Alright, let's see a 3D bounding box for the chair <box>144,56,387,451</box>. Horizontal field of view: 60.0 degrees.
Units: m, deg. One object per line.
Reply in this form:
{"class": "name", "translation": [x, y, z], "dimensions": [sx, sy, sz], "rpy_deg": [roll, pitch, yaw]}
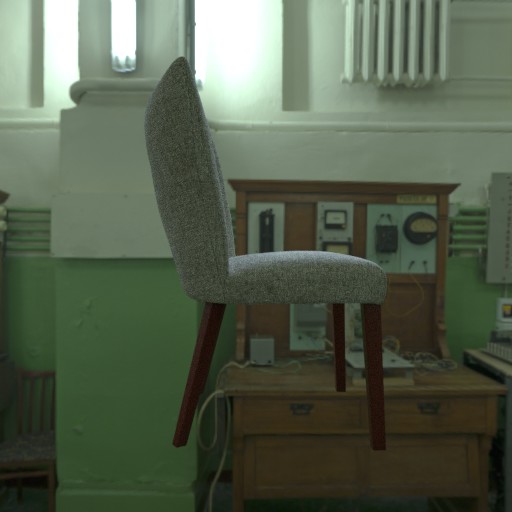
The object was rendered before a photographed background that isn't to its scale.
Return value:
{"class": "chair", "translation": [0.000, 0.000, 1.282], "dimensions": [0.623, 0.924, 0.535], "rpy_deg": [0, 1, -1]}
